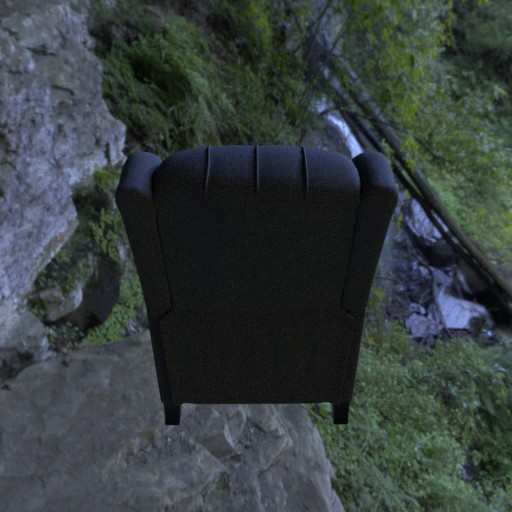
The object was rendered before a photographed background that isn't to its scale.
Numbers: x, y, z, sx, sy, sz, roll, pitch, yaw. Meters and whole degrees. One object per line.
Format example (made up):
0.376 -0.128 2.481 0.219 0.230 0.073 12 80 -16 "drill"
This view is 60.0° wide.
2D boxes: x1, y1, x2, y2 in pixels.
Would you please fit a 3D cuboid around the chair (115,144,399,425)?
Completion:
0.000 0.000 1.635 0.742 1.035 0.898 0 31 0 "chair"
